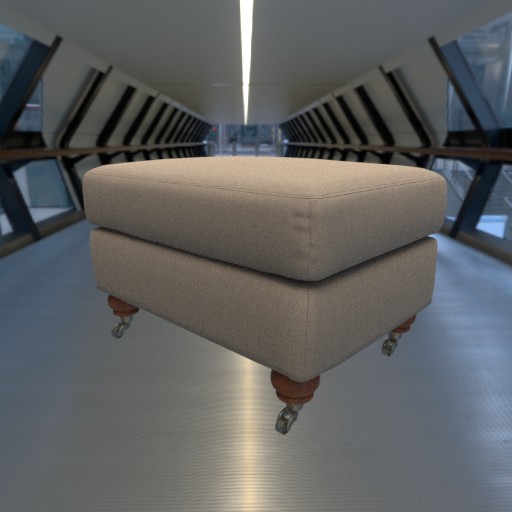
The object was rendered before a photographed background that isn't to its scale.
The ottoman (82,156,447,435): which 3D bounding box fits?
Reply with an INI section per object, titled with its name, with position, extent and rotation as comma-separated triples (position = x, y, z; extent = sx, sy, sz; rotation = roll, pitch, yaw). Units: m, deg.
[ottoman]
position = 0.000, 0.000, 1.154
extent = 0.773, 0.497, 0.574
rotation = 14, 21, 41
